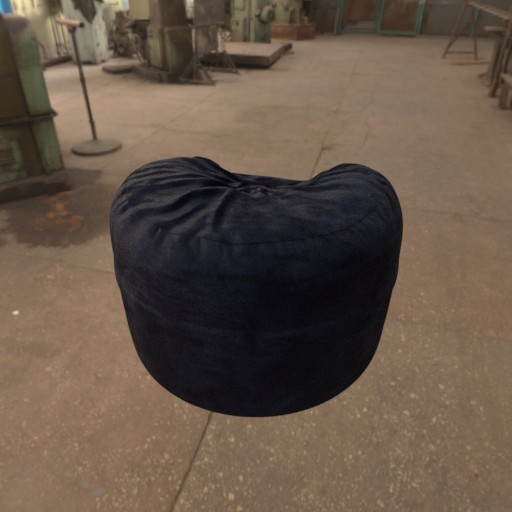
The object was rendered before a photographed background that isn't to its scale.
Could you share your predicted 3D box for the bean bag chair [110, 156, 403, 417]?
[{"bbox_3d":[0.000,0.000,1.500,0.918,0.616,0.918,0,32,0],"label":"bean bag chair"}]
